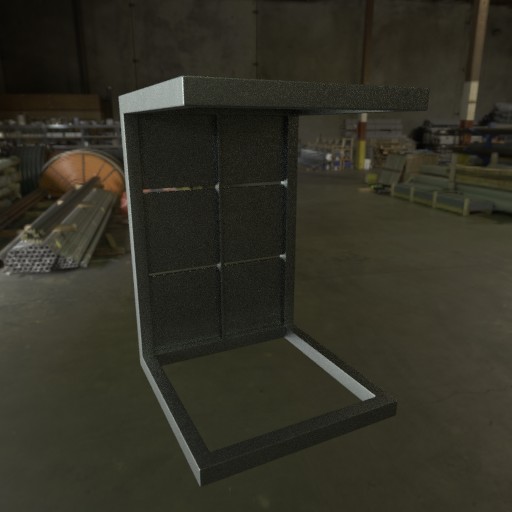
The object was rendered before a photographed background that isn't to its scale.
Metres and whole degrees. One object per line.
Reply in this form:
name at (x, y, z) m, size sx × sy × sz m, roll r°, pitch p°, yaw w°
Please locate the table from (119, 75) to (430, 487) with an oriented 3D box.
table at (0.000, 0.000, 0.878) m, size 0.405 × 0.609 × 0.420 m, roll -8°, pitch 18°, yaw -25°
